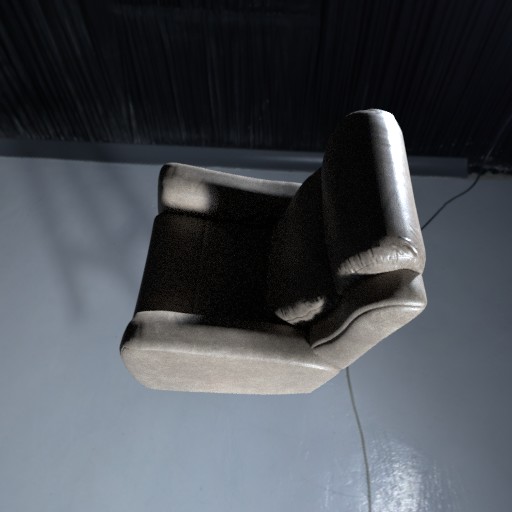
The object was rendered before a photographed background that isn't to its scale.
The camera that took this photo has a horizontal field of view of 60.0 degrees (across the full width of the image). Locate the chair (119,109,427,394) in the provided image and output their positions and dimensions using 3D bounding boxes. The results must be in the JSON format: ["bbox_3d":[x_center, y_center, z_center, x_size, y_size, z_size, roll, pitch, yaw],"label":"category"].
[{"bbox_3d":[0.000,0.000,1.906,1.068,1.116,0.967,3,57,2],"label":"chair"}]
